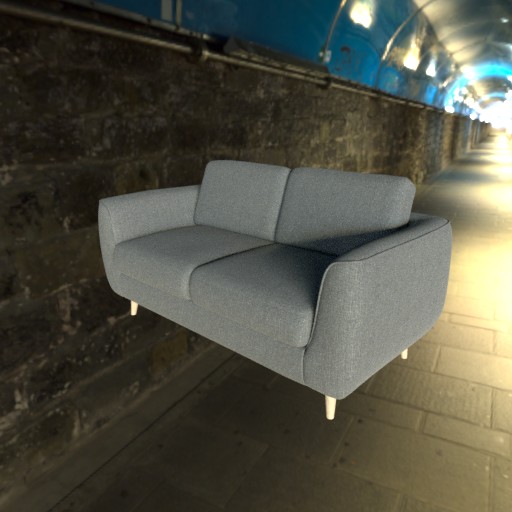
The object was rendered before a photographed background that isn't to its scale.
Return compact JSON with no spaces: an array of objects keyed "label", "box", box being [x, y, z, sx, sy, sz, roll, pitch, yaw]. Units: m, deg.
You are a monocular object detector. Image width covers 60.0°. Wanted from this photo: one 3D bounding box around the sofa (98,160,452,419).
[{"label":"sofa","box":[0.000,0.000,2.252,1.700,0.870,0.920,15,23,41]}]
